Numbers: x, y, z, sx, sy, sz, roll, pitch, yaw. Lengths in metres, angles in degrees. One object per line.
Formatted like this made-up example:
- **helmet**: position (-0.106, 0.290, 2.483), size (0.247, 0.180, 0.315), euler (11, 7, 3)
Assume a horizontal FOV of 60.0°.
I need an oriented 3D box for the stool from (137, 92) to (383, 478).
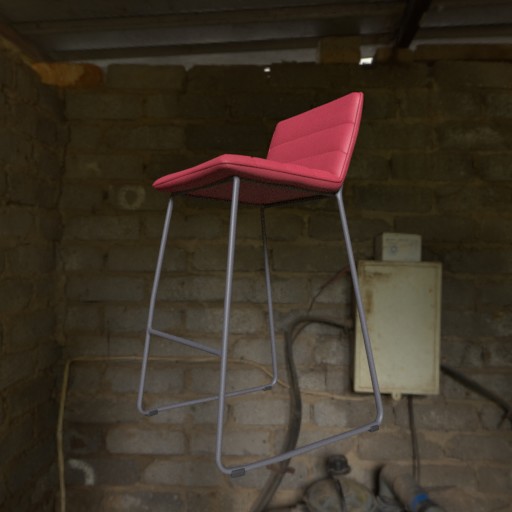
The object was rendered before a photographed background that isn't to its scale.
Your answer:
- **stool**: position (0.000, 0.000, 1.256), size (0.524, 0.937, 0.489), euler (1, -1, -36)
